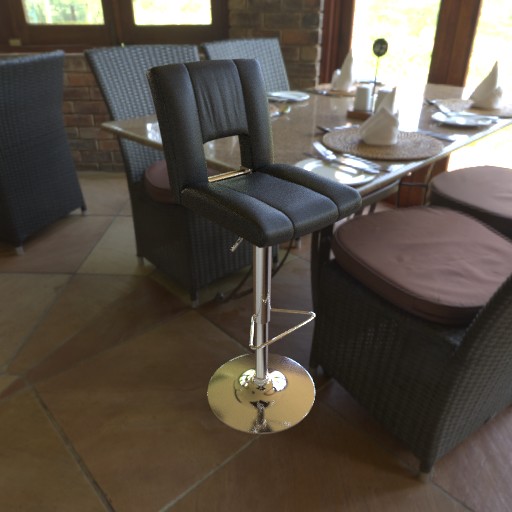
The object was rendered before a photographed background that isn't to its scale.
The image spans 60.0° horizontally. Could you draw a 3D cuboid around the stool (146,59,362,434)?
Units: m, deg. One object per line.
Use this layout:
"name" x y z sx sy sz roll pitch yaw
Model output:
"stool" 0.000 0.000 1.455 0.415 1.151 0.520 -22 35 -34
